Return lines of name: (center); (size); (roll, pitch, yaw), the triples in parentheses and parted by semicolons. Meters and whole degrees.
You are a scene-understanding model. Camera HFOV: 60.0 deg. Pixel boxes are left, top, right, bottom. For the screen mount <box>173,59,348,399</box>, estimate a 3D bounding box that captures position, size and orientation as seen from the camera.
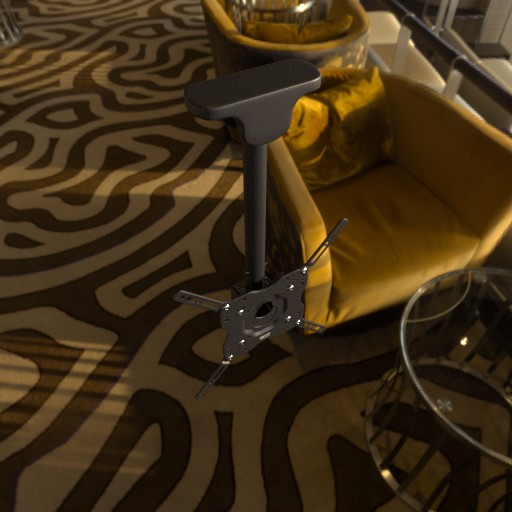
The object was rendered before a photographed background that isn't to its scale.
screen mount: (0.000, 0.000, 0.903); (0.393, 0.729, 0.090); (-24, 51, -21)
